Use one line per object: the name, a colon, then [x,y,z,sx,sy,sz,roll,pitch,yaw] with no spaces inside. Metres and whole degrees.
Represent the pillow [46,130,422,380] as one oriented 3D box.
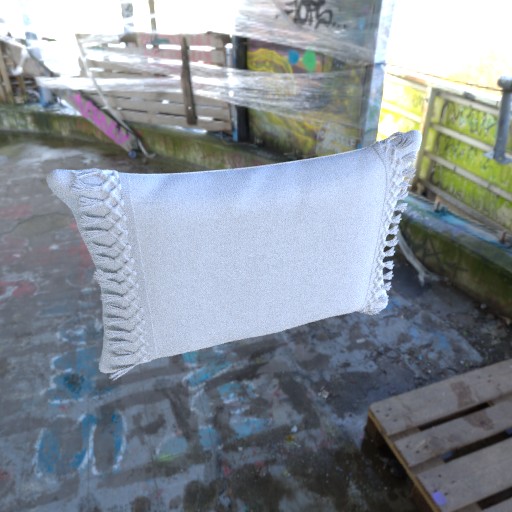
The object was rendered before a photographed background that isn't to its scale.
pillow: [0.000,0.000,0.604,0.466,0.305,0.084,-10,34,-15]
